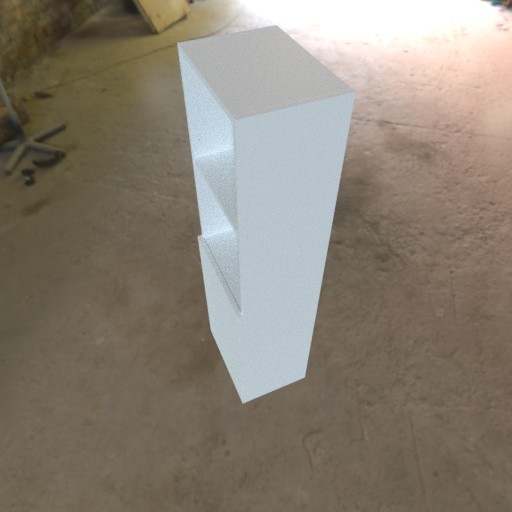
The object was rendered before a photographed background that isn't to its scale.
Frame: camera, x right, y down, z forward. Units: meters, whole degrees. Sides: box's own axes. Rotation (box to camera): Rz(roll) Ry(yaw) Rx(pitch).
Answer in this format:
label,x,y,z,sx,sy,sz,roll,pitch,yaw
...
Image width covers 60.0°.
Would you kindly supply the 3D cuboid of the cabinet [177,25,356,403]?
label,x,y,z,sx,sy,sz,roll,pitch,yaw
cabinet,0.000,0.000,1.553,0.300,1.350,0.400,-18,51,-16
